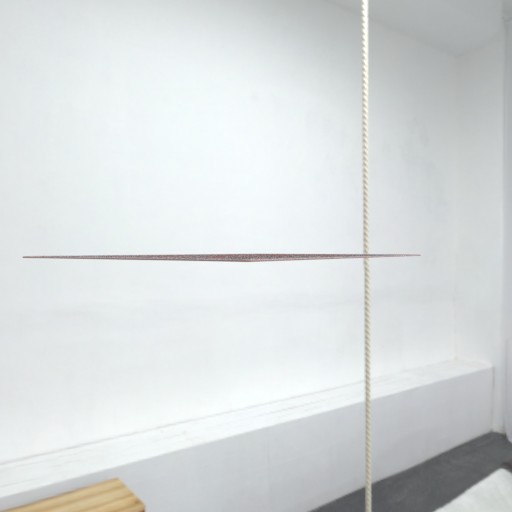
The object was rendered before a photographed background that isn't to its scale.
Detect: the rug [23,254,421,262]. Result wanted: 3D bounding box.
[{"bbox_3d":[0.000,0.000,2.335,1.219,0.009,1.829,0,1,35],"label":"rug"}]
